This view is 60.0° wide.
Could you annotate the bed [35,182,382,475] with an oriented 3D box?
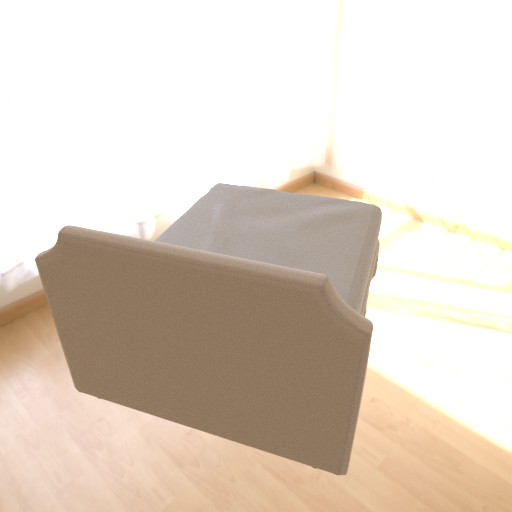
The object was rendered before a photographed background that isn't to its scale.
[{"bbox_3d":[0.000,0.000,3.229,1.828,1.297,2.164,11,34,16],"label":"bed"}]
